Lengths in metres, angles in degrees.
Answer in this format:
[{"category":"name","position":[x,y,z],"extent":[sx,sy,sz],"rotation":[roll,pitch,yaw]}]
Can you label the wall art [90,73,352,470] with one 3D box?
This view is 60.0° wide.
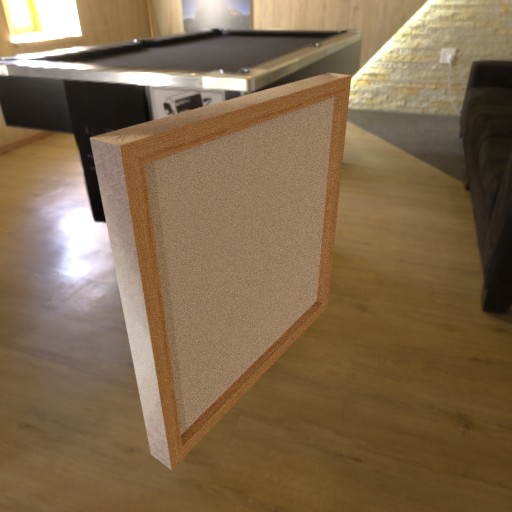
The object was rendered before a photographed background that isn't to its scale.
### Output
[{"category":"wall art","position":[0.000,0.000,0.443],"extent":[0.028,0.303,0.303],"rotation":[20,36,30]}]
